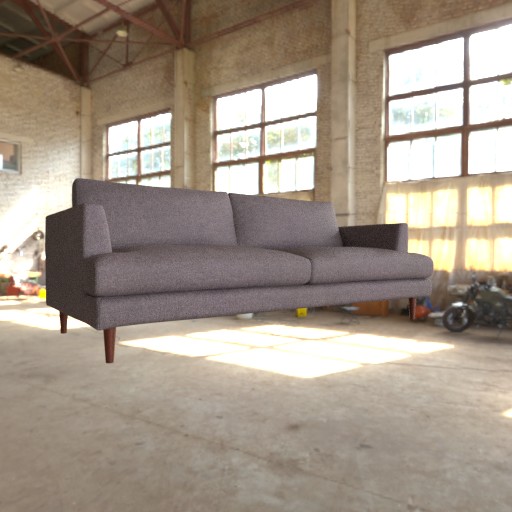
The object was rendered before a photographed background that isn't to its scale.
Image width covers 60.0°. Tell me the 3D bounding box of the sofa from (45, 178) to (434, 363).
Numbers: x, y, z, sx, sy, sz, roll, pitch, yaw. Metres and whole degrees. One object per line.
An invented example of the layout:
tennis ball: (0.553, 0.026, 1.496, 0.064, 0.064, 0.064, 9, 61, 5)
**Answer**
sofa: (0.000, 0.000, 2.757, 2.250, 0.868, 1.020, 0, 1, -36)
